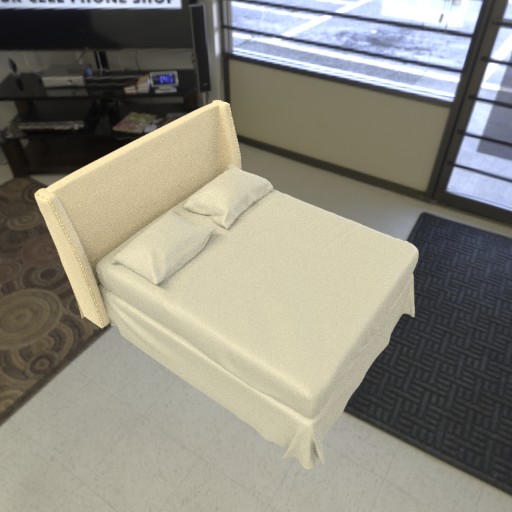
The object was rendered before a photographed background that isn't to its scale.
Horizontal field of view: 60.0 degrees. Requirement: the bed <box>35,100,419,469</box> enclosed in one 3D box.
[{"bbox_3d":[0.000,0.000,3.422,2.276,1.332,1.925,26,48,26],"label":"bed"}]
